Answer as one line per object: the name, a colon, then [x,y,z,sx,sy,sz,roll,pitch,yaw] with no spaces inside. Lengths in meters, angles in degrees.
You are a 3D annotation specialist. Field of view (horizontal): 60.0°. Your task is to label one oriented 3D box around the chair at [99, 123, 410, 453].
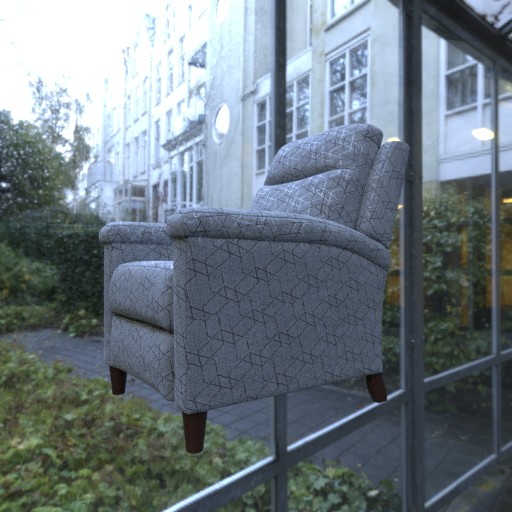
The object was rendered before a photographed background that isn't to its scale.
chair: [0.000,0.000,1.690,0.987,1.048,0.753,0,0,-36]
